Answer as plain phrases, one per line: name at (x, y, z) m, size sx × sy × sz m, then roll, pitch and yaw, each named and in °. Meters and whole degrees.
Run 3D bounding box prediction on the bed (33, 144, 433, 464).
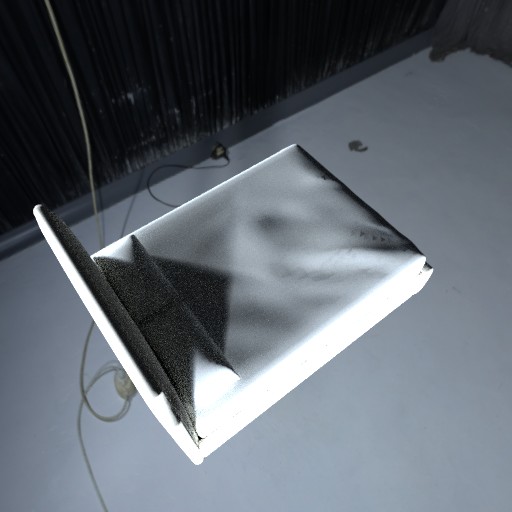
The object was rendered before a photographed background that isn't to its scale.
bed at (0.000, 0.000, 3.341) m, size 2.365 × 1.443 × 1.712 m, roll -32°, pitch 63°, yaw -19°
